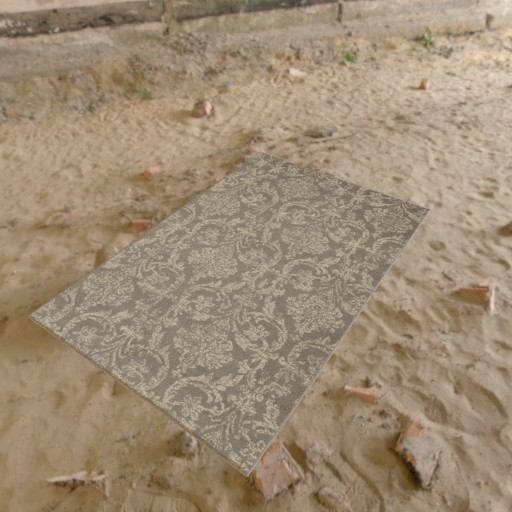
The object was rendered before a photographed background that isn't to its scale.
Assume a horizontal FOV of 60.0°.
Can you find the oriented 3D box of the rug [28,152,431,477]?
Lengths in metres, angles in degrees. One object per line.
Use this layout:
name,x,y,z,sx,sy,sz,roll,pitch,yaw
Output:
rug,0.000,0.000,3.419,1.819,0.018,2.746,25,47,25
